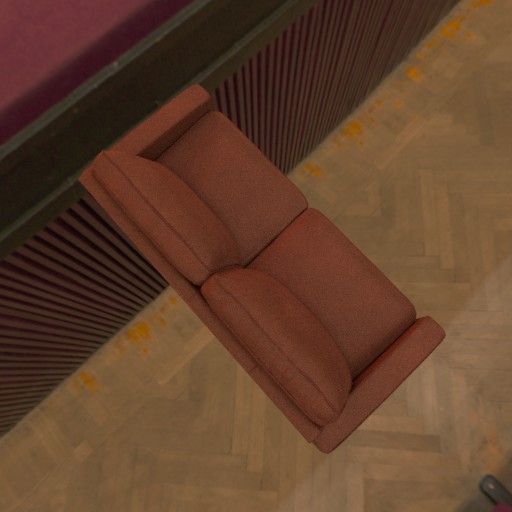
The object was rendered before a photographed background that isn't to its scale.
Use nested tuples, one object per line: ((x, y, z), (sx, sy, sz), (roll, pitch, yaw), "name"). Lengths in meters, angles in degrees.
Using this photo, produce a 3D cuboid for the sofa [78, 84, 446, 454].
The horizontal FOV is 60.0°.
((0.000, 0.000, 2.583), (0.940, 0.919, 2.080), (-41, 80, -9), "sofa")
